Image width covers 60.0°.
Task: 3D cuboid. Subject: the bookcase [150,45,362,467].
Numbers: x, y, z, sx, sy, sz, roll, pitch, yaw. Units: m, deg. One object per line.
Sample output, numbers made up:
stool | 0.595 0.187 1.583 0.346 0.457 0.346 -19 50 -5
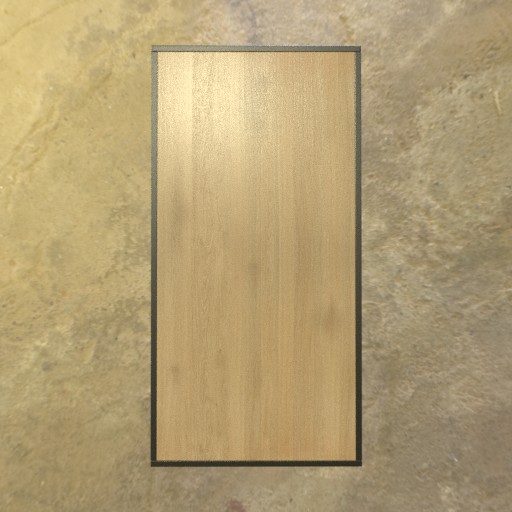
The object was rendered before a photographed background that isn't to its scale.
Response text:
bookcase | 0.000 0.000 1.249 0.500 0.400 1.000 0 89 0
